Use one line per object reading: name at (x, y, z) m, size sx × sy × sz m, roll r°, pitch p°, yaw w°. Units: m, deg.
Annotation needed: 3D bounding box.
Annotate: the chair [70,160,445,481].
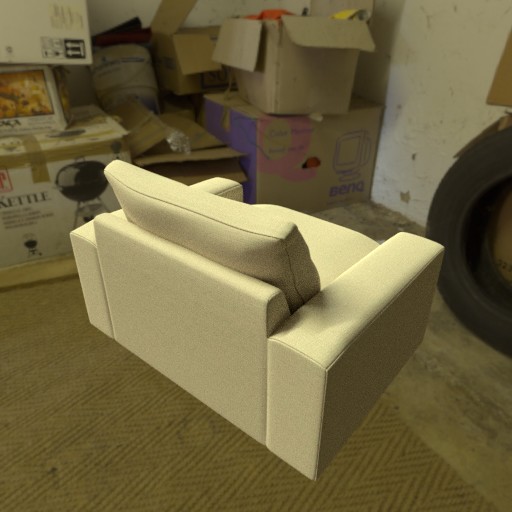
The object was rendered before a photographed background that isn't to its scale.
chair at (0.000, 0.000, 2.056) m, size 1.398 × 0.915 × 1.039 m, roll 22°, pitch 36°, yaw 34°
